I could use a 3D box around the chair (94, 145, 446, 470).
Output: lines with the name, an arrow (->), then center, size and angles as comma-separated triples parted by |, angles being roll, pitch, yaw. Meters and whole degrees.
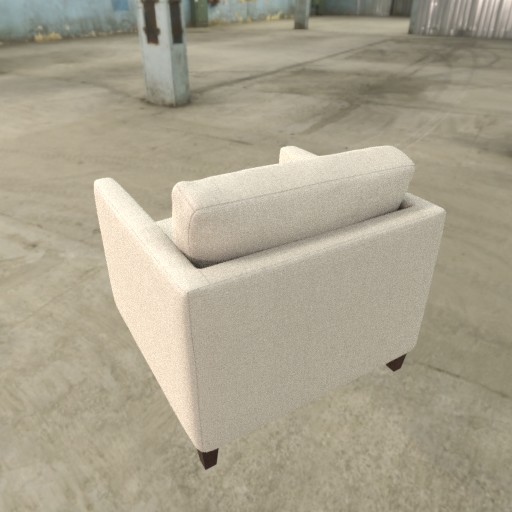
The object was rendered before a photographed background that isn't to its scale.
chair -> 0.000, 0.000, 1.752 | 0.996, 0.919, 0.959 | -17, 34, -27
